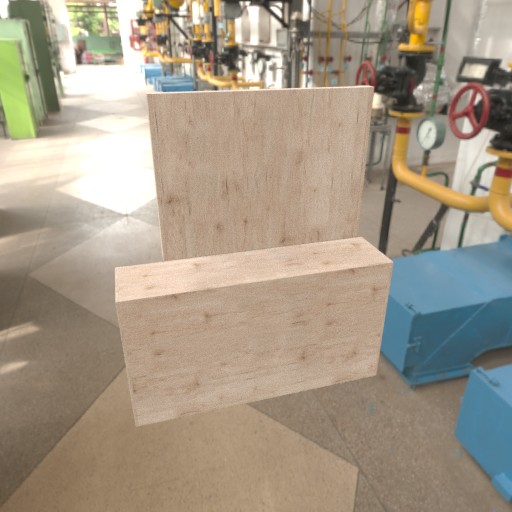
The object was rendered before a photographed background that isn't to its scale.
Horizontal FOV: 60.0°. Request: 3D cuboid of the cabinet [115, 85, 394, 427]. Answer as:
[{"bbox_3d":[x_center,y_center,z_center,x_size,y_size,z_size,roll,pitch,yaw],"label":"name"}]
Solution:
[{"bbox_3d":[0.000,0.000,2.755,1.700,1.981,0.420,-7,27,-15],"label":"cabinet"}]
